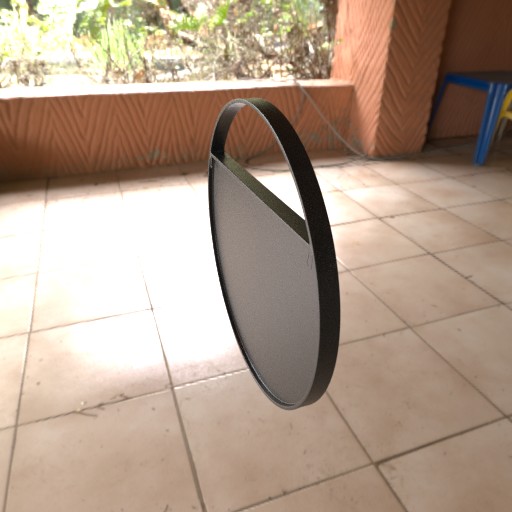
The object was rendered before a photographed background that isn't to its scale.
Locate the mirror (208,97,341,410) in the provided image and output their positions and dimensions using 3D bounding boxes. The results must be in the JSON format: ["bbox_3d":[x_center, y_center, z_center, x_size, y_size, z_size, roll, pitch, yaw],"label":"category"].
[{"bbox_3d":[0.000,0.000,0.841,0.032,0.565,0.565,-10,30,-18],"label":"mirror"}]
